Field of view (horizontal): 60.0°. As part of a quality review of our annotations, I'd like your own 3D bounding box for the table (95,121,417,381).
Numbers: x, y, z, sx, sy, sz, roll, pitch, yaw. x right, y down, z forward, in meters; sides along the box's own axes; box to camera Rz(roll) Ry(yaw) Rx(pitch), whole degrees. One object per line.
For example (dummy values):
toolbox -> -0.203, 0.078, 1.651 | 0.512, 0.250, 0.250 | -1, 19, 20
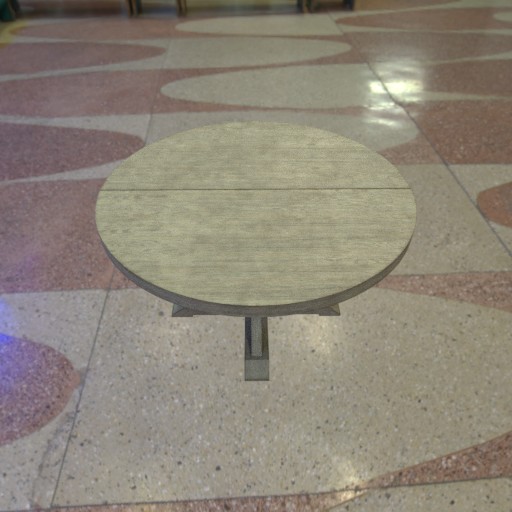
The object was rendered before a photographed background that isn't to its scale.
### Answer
table -> 0.000, 0.000, 2.198 | 1.363, 0.781, 1.363 | 0, 42, 0
